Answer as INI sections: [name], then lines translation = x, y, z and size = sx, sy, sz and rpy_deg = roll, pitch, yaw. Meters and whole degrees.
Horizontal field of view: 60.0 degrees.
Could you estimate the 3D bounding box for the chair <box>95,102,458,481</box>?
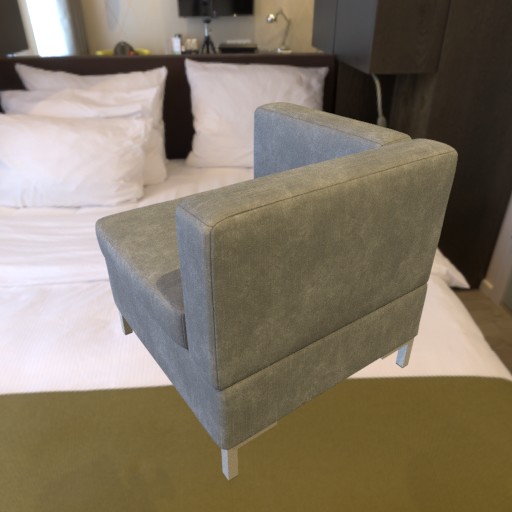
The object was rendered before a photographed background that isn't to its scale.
[chair]
translation = 0.000, 0.000, 1.202
size = 0.680, 0.660, 0.680
rpy_deg = -20, 36, -30
